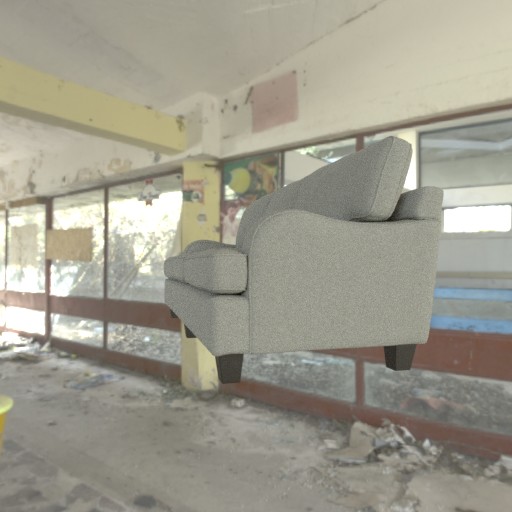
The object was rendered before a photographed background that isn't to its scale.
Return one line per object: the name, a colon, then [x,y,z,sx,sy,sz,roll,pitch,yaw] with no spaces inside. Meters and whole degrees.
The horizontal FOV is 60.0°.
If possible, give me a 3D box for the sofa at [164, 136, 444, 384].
sofa: [0.000,0.000,2.826,1.016,0.997,2.323,0,-1,-16]
